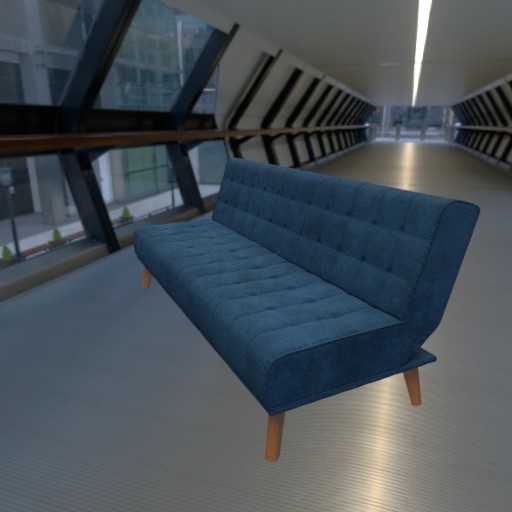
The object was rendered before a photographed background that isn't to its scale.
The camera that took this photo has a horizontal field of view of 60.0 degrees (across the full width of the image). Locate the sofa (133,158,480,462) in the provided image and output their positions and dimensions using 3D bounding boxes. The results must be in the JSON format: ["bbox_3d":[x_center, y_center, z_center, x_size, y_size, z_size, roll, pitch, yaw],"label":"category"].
[{"bbox_3d":[0.000,0.000,2.243,0.855,0.813,1.804,-9,19,-26],"label":"sofa"}]
